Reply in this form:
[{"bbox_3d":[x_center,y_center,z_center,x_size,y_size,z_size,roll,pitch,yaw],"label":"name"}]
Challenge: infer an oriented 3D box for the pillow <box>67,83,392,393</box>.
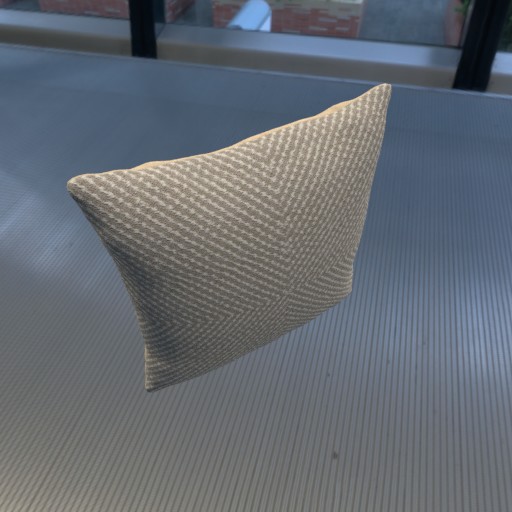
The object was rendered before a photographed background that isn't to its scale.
[{"bbox_3d":[0.000,0.000,0.711,0.459,0.458,0.181,-23,51,-20],"label":"pillow"}]
